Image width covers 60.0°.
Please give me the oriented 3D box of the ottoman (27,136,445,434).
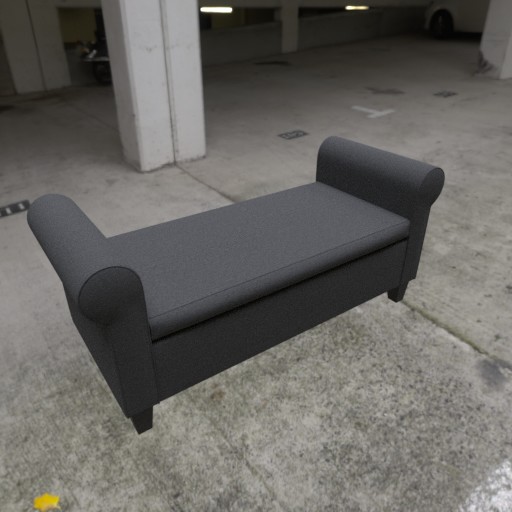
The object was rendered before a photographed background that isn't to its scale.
[{"bbox_3d":[0.000,0.000,1.510,1.256,0.547,0.521,-19,35,-30],"label":"ottoman"}]
